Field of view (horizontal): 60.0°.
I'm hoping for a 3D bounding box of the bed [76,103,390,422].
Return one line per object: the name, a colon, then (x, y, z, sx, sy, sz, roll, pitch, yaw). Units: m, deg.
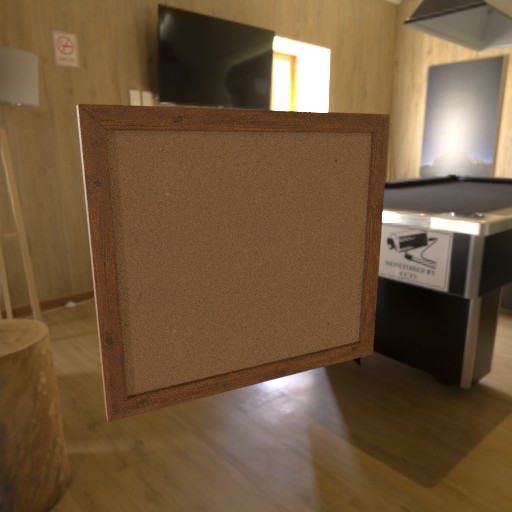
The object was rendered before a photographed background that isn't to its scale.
bed: (0.000, 0.000, 1.504, 1.046, 0.942, 0.046, -7, 16, -25)
